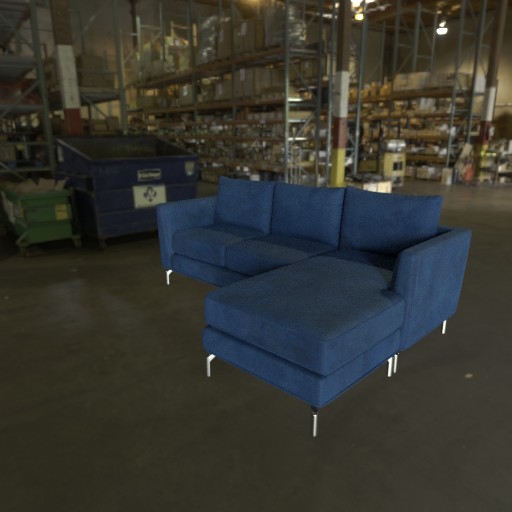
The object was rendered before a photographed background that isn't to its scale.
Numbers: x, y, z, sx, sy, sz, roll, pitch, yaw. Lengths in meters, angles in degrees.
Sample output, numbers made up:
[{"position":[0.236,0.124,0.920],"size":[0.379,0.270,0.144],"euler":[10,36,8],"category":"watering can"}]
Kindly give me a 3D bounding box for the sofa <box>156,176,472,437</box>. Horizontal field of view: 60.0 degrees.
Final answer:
[{"position":[0.000,0.000,3.254],"size":[2.438,0.987,1.622],"euler":[14,21,42],"category":"sofa"}]
